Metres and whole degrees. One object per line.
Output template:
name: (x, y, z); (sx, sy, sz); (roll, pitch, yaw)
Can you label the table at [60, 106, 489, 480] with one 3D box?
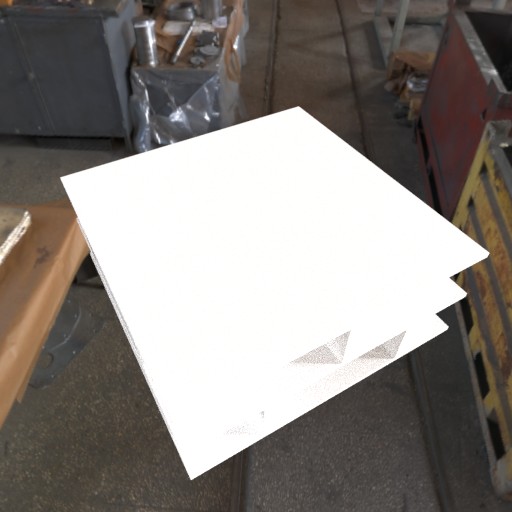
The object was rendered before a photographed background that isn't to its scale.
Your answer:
table: (0.000, 0.000, 1.100); (0.700, 0.289, 0.700); (-23, 51, -20)
